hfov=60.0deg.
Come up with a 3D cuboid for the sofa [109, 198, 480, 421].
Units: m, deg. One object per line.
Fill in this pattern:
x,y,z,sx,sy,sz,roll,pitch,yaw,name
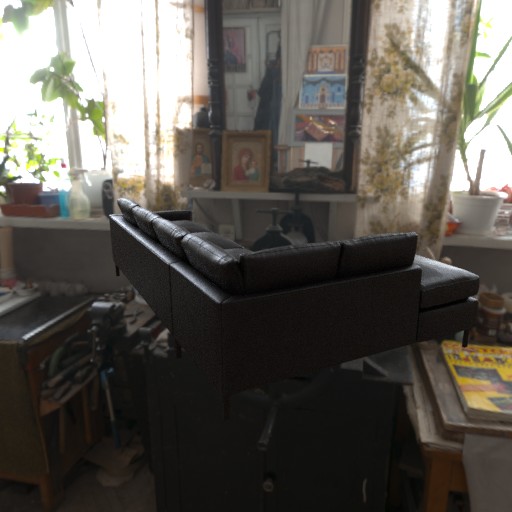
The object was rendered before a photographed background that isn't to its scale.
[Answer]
0.000,0.000,3.866,1.938,0.877,2.984,-8,17,-27,sofa
